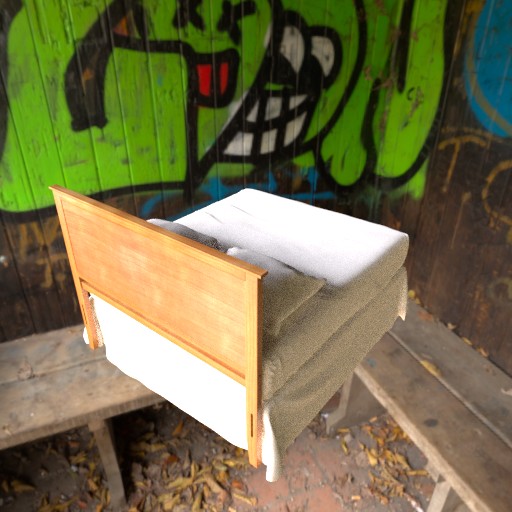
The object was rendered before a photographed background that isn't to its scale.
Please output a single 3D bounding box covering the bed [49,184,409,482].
[{"bbox_3d":[0.000,0.000,3.248,1.870,1.273,2.035,22,36,33],"label":"bed"}]
